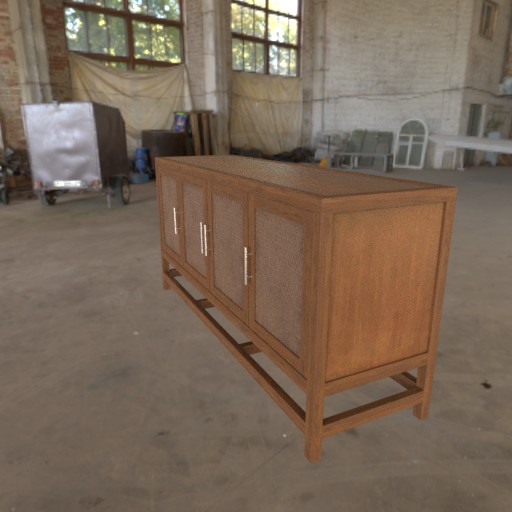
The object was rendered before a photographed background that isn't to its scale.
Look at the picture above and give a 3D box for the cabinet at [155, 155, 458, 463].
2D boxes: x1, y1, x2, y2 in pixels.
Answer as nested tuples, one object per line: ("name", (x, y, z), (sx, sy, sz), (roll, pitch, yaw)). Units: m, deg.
("cabinet", (0.000, 0.000, 2.085), (0.522, 0.820, 1.708), (-8, 18, -25))
